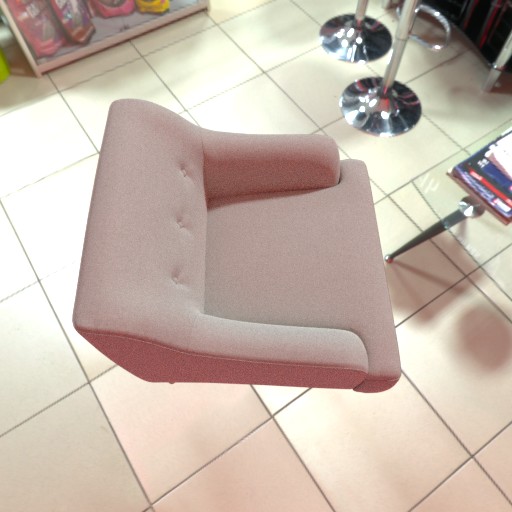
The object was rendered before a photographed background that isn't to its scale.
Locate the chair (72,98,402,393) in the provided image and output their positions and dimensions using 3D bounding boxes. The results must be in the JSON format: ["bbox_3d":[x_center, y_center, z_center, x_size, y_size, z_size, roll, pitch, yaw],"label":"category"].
[{"bbox_3d":[0.000,0.000,1.628,0.951,0.818,0.946,-1,63,-1],"label":"chair"}]
